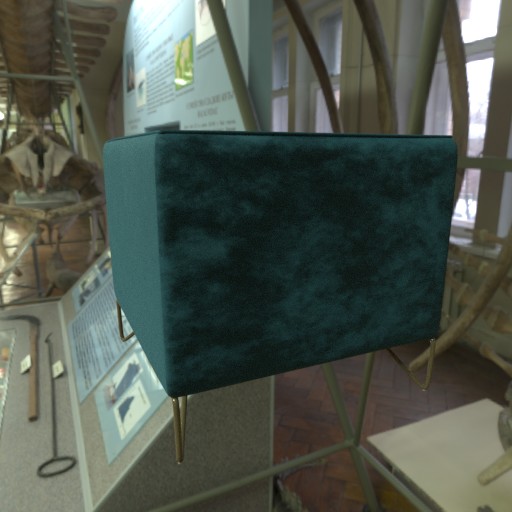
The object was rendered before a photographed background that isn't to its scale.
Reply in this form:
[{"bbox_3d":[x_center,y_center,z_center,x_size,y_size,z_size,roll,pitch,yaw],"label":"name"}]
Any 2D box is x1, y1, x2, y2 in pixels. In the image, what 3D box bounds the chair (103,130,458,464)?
[{"bbox_3d":[0.000,0.000,1.530,0.880,0.790,0.894,-6,14,-25],"label":"chair"}]
